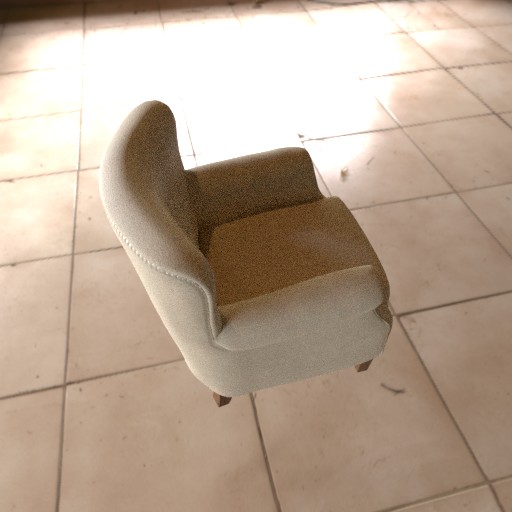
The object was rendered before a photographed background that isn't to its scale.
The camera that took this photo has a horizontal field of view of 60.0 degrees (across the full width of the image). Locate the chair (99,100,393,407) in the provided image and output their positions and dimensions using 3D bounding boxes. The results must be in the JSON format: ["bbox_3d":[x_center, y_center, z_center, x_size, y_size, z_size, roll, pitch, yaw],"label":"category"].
[{"bbox_3d":[0.000,0.000,1.654,0.921,0.936,0.861,-11,48,-10],"label":"chair"}]
